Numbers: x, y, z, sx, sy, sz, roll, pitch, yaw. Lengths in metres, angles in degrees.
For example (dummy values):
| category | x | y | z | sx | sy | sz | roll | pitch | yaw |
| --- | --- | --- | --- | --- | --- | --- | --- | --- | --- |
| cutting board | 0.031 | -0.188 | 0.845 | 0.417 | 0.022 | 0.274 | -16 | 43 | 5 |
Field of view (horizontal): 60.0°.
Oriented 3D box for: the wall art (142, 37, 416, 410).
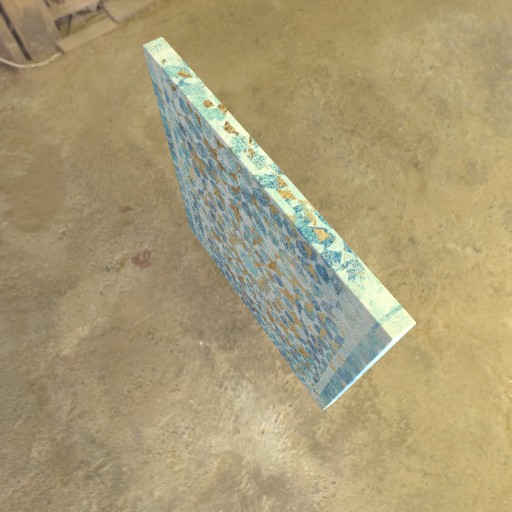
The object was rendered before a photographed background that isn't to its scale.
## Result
| category | x | y | z | sx | sy | sz | roll | pitch | yaw |
| --- | --- | --- | --- | --- | --- | --- | --- | --- | --- |
| wall art | 0.000 | 0.000 | 0.901 | 0.040 | 0.609 | 0.609 | -32 | 68 | -15 |
